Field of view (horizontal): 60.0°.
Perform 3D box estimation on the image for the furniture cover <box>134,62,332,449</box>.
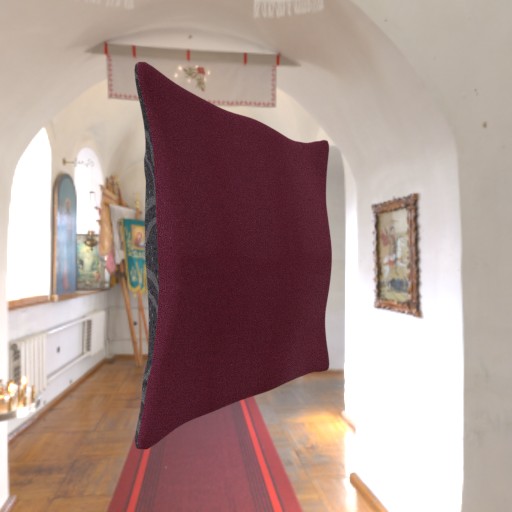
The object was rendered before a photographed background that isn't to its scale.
[{"bbox_3d":[0.000,0.000,0.785,0.163,0.513,0.514,0,0,37],"label":"furniture cover"}]
